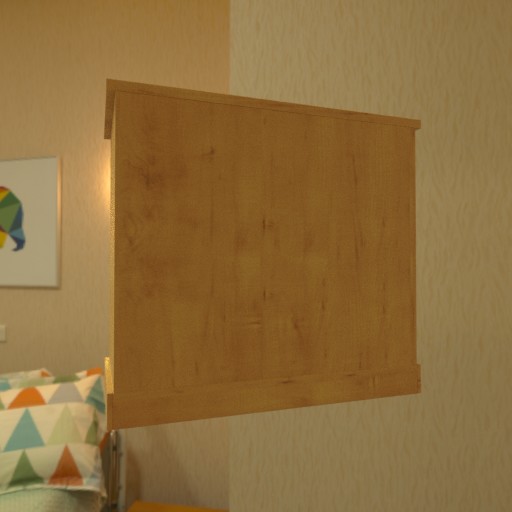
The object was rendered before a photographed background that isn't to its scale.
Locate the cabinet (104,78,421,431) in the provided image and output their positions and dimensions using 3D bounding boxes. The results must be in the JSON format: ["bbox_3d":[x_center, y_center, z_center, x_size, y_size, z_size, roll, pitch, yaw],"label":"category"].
[{"bbox_3d":[0.000,0.000,1.419,0.920,0.840,0.450,0,-1,-20],"label":"cabinet"}]
